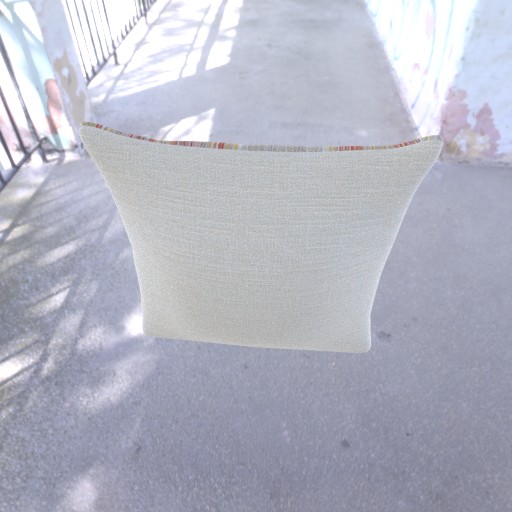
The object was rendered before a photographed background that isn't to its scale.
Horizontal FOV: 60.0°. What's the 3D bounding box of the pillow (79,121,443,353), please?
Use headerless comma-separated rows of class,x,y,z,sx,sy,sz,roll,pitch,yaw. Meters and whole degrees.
pillow,0.000,0.000,0.700,0.451,0.449,0.191,4,45,4
